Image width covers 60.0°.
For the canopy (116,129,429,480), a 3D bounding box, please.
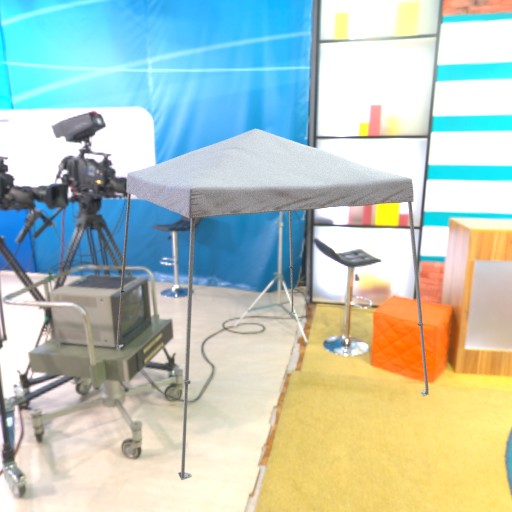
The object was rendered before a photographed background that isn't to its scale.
[{"bbox_3d":[0.000,0.000,5.161,2.849,2.850,2.850,-7,15,-26],"label":"canopy"}]
